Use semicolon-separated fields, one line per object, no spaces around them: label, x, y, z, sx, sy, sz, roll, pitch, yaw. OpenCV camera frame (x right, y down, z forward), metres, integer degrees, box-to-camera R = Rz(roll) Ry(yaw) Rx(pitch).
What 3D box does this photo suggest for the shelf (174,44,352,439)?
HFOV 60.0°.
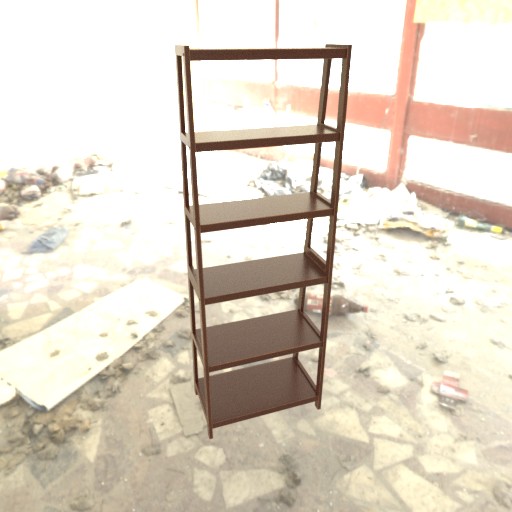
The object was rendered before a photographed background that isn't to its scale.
shelf;0.000;0.000;2.195;0.660;1.892;0.381;-9;28;-17
